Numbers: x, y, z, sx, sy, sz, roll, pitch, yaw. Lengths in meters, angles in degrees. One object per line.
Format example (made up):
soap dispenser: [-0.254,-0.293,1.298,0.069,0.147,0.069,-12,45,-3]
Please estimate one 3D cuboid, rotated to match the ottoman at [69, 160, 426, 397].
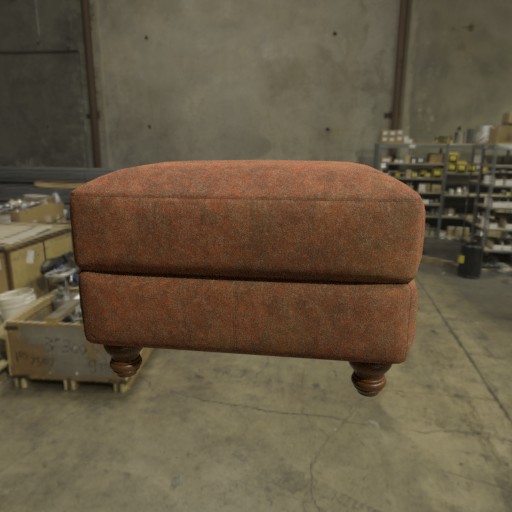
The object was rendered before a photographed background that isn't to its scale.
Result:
ottoman: [0.000,0.000,1.200,0.787,0.508,0.635,2,14,8]
